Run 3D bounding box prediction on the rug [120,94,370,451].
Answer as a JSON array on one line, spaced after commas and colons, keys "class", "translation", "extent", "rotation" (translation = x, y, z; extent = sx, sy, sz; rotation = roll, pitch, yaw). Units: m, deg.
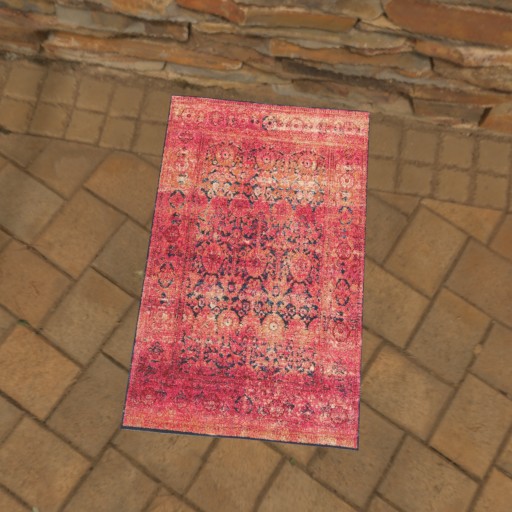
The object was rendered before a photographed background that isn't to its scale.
[{"class": "rug", "translation": [0.000, 0.000, 3.132], "extent": [1.539, 0.018, 2.449], "rotation": [5, 76, 1]}]
